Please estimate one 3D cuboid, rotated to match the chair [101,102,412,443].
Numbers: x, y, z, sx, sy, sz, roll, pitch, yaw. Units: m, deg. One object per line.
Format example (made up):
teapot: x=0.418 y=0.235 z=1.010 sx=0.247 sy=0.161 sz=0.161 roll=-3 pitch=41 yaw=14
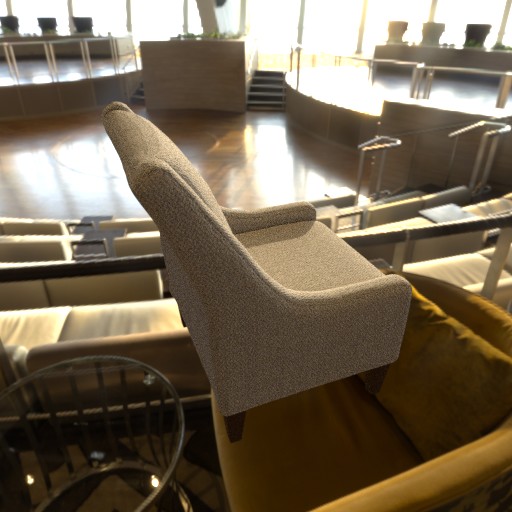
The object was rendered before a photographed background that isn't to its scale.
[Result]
chair: x=0.000 y=0.000 z=1.623 sx=0.870 sy=1.014 sz=0.774 roll=-12 pitch=33 yaw=-19
